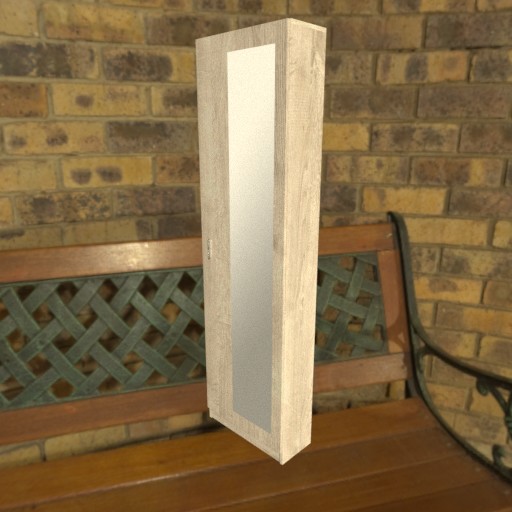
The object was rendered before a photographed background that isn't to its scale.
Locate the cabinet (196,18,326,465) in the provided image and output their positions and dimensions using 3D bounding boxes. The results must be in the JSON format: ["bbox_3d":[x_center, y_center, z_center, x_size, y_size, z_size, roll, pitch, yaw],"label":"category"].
[{"bbox_3d":[0.000,0.000,1.957,0.500,1.790,0.230,15,21,42],"label":"cabinet"}]
